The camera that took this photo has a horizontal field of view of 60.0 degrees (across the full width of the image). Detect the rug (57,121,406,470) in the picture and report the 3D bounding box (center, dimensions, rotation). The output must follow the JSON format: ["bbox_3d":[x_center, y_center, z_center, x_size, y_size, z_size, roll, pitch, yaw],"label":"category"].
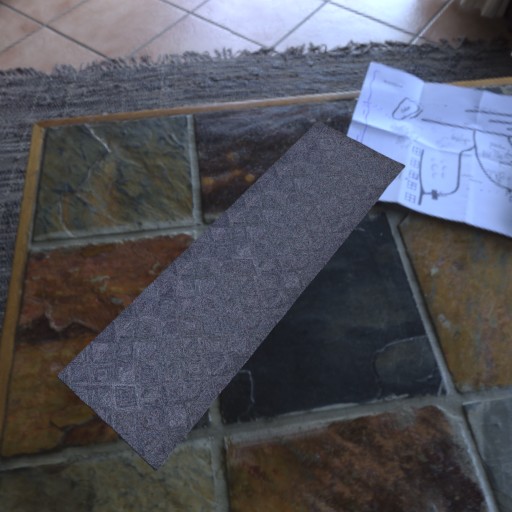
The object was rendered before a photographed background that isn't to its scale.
[{"bbox_3d":[0.000,0.000,2.531,0.691,0.011,2.296,34,64,19],"label":"rug"}]
